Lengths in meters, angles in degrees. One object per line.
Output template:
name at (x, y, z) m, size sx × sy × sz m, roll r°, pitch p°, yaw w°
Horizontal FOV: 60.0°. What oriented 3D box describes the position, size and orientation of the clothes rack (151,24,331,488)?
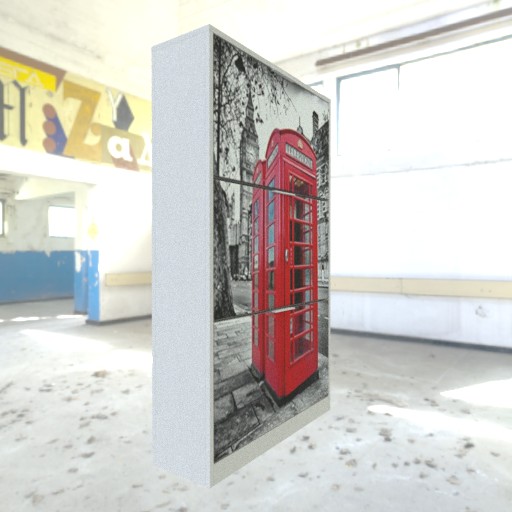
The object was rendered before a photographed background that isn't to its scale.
clothes rack at (0.000, 0.000, 1.590) m, size 0.250 × 1.280 × 0.750 m, roll 0°, pitch 1°, yaw 36°
